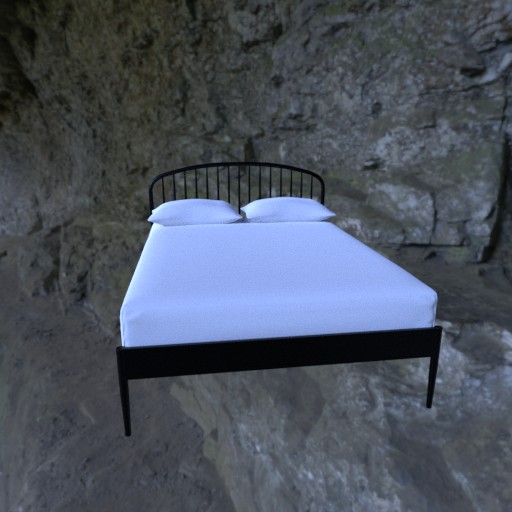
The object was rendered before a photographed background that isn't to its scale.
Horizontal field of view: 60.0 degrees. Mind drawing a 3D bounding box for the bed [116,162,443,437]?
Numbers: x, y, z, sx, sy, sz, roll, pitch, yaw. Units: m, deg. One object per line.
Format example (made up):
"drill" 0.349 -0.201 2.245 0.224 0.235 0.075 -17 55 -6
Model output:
"bed" 0.000 0.000 3.128 1.618 1.166 2.159 -2 16 -8
